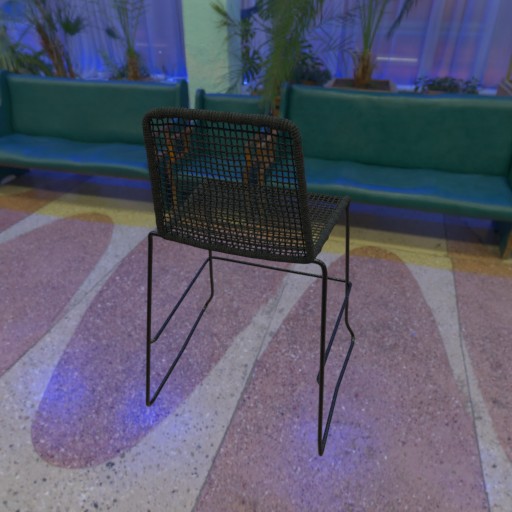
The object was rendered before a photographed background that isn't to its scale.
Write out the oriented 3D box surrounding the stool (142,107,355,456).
[{"bbox_3d":[0.000,0.000,1.233,0.590,0.905,0.509,10,34,15],"label":"stool"}]
